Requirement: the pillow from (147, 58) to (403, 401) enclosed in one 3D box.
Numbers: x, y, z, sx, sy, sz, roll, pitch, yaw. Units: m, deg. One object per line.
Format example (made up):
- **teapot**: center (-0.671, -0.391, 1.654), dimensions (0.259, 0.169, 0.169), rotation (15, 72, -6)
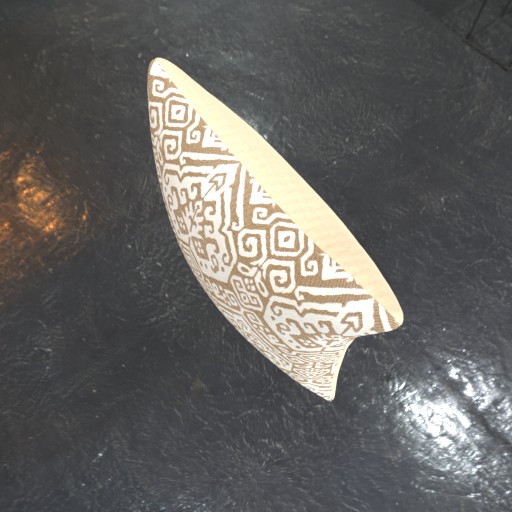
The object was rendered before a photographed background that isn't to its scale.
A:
- **pillow**: center (0.000, 0.000, 0.631), dimensions (0.173, 0.407, 0.419), rotation (-34, 68, -15)
